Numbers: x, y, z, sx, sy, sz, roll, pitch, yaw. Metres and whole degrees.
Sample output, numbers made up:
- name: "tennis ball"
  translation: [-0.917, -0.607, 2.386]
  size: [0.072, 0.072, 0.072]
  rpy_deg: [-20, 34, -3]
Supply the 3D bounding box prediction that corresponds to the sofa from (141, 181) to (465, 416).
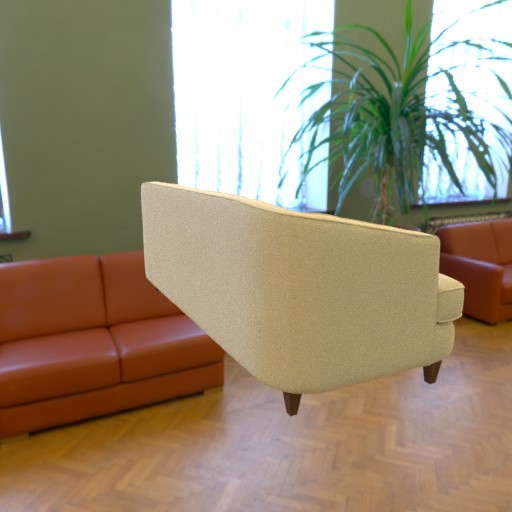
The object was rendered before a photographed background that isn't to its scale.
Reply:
- name: "sofa"
  translation: [0.000, 0.000, 2.705]
  size: [0.941, 0.855, 2.278]
  rpy_deg: [-7, 14, -27]
